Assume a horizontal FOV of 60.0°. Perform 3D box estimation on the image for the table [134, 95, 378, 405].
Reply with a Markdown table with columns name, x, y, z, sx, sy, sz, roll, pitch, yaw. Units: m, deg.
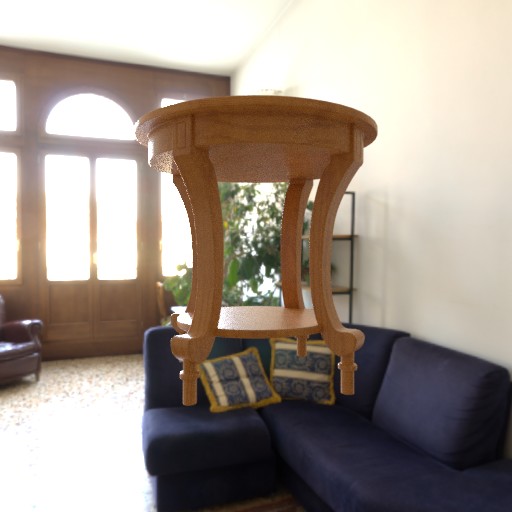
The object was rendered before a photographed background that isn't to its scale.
| name | x | y | z | sx | sy | sz | roll | pitch | yaw |
| --- | --- | --- | --- | --- | --- | --- | --- | --- | --- |
| table | 0.000 | 0.000 | 1.131 | 0.597 | 0.612 | 0.597 | 0 | 1 | 0 |
